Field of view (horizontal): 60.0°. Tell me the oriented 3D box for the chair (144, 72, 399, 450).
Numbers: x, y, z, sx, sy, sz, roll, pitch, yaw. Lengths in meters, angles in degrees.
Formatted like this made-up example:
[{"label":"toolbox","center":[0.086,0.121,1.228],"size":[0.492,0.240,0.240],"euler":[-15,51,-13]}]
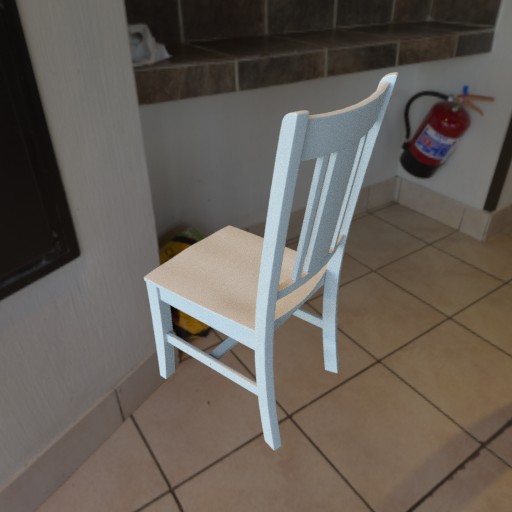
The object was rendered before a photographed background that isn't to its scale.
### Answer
[{"label":"chair","center":[0.000,0.000,1.295],"size":[0.555,0.998,0.450],"euler":[22,39,30]}]
